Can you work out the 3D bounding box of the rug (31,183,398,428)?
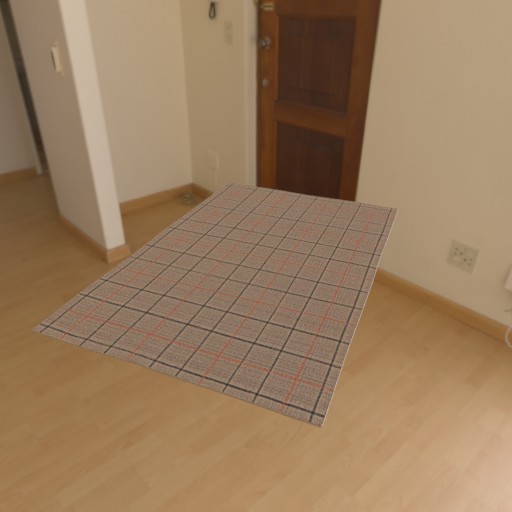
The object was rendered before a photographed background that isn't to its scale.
[{"bbox_3d":[0.000,0.000,2.332,1.220,0.013,1.829,12,32,20],"label":"rug"}]
